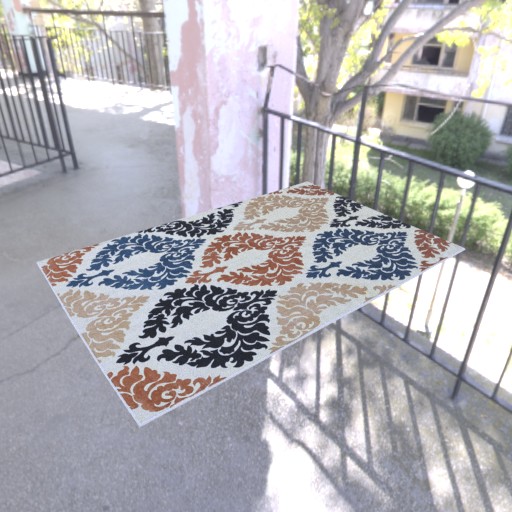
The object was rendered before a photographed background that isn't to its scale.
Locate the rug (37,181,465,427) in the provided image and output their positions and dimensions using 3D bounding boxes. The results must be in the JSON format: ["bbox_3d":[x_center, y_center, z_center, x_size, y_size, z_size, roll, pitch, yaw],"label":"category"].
[{"bbox_3d":[0.000,0.000,2.801,2.275,0.014,1.514,-21,37,-31],"label":"rug"}]
